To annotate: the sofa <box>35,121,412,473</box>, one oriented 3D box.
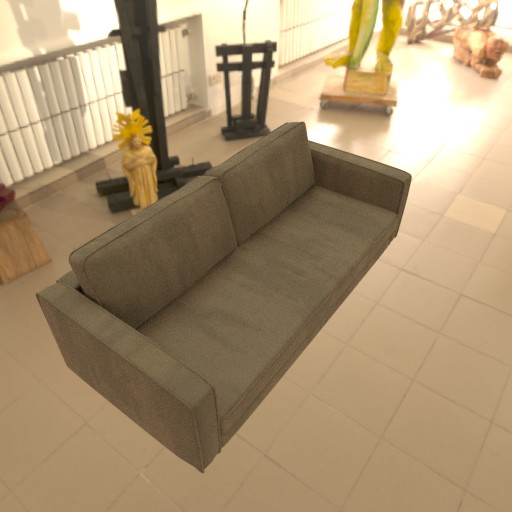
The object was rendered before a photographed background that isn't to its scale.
[{"bbox_3d":[0.000,0.000,2.343,0.924,0.825,1.920,25,46,27],"label":"sofa"}]
